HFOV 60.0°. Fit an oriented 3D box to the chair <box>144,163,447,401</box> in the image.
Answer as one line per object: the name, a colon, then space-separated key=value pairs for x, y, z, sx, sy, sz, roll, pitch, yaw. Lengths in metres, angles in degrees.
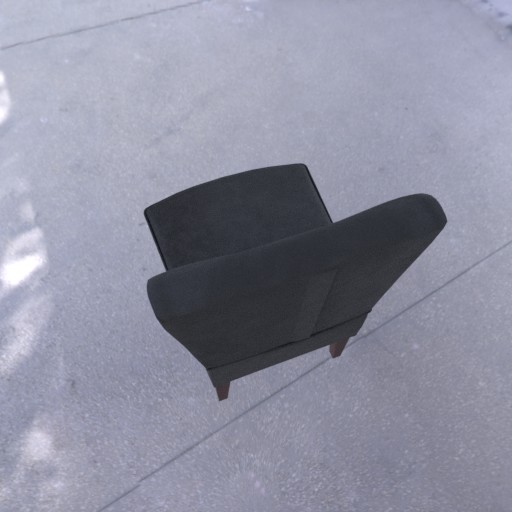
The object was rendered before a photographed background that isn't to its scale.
chair: x=0.000 y=0.000 z=1.176 sx=0.521 sy=0.806 sz=0.554 roll=-18 pitch=62 yaw=-10
